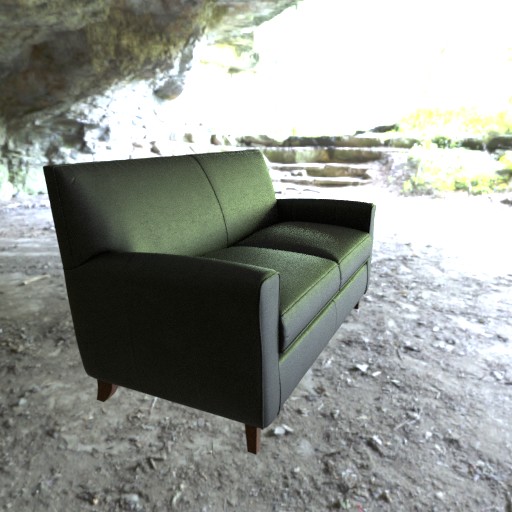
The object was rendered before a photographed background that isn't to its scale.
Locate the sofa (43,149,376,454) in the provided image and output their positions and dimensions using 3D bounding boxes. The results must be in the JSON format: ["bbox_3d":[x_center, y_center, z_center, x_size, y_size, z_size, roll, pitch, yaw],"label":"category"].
[{"bbox_3d":[0.000,0.000,1.975,0.787,0.871,1.473,8,17,25],"label":"sofa"}]
